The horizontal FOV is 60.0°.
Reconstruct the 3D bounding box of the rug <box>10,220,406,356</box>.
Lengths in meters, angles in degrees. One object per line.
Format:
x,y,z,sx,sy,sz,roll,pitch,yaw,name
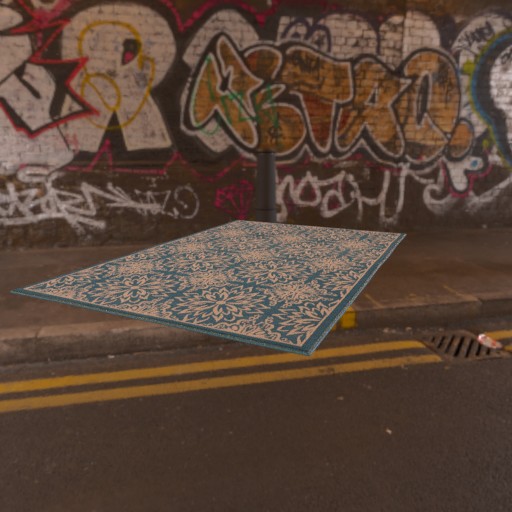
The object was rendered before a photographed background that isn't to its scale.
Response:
0.000,0.000,2.243,1.211,0.012,1.833,7,16,25,rug
